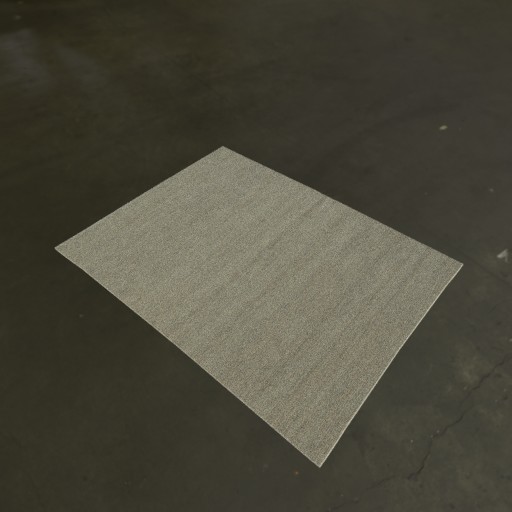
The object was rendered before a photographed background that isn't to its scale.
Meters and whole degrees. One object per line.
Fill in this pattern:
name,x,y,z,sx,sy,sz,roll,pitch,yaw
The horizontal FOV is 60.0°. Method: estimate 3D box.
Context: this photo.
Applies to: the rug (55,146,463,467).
rug,0.000,0.000,4.901,3.626,0.051,2.757,32,54,27
